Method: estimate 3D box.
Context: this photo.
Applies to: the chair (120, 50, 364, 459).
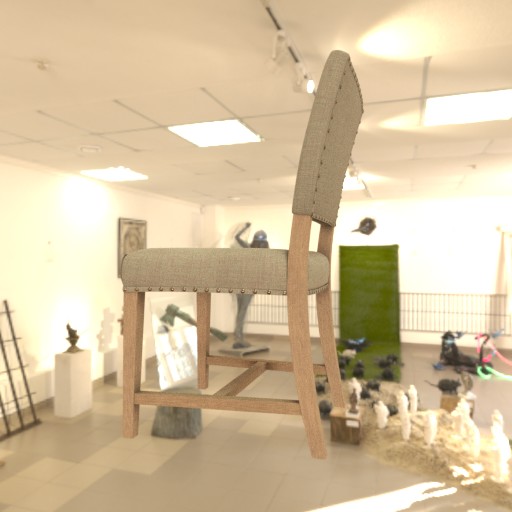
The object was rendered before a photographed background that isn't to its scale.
[{"bbox_3d":[0.000,0.000,1.345,0.622,0.986,0.508,0,0,18],"label":"chair"}]
